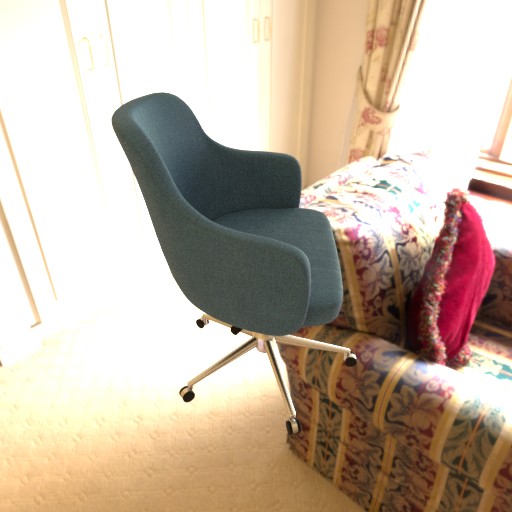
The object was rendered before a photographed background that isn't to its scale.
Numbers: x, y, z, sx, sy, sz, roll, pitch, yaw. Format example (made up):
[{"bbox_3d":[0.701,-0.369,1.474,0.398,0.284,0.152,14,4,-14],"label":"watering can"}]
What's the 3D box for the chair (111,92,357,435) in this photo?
[{"bbox_3d":[0.000,0.000,1.247,0.655,0.820,0.599,2,33,3],"label":"chair"}]
